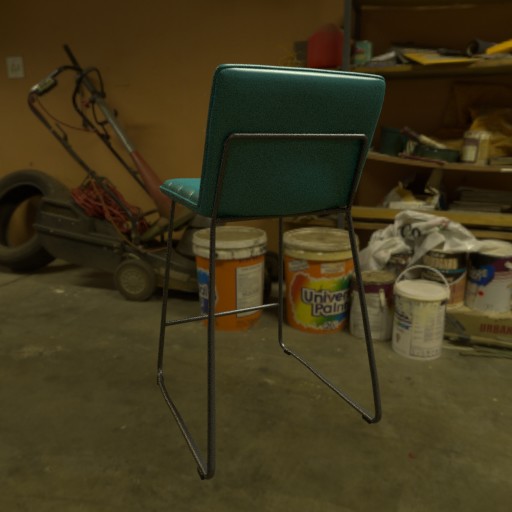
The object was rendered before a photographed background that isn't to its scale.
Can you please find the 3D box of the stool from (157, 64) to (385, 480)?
[{"bbox_3d":[0.000,0.000,1.177,0.489,0.866,0.524,-7,16,-25],"label":"stool"}]
